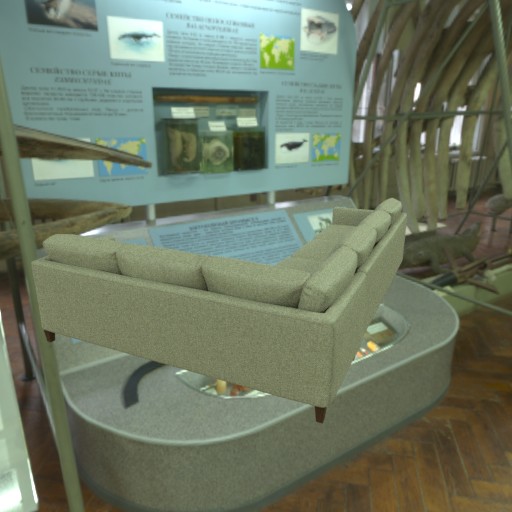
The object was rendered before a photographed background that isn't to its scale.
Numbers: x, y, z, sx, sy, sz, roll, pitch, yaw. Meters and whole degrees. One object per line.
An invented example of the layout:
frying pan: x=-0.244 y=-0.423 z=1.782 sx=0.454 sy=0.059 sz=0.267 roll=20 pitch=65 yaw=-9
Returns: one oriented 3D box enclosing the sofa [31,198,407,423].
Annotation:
sofa: x=0.000 y=0.000 z=4.573 sx=2.593 sy=0.947 sz=3.302 roll=8 pitch=20 yaw=24
